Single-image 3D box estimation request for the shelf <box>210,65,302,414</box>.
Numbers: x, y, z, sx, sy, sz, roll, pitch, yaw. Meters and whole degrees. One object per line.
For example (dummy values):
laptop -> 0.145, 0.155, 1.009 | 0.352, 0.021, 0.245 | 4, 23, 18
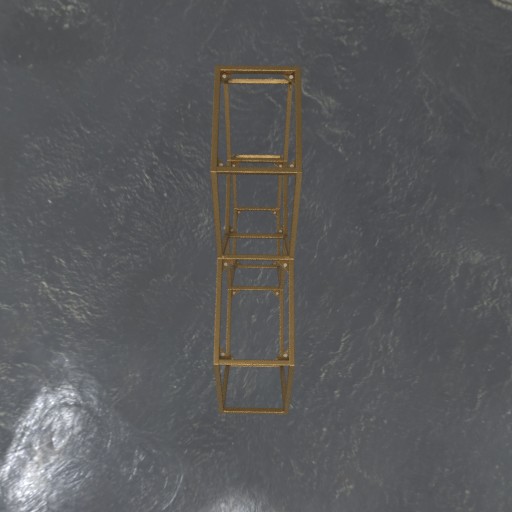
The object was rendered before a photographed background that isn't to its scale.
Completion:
shelf -> 0.000, 0.000, 1.050 | 0.150, 0.701, 0.708 | 1, 76, 0
